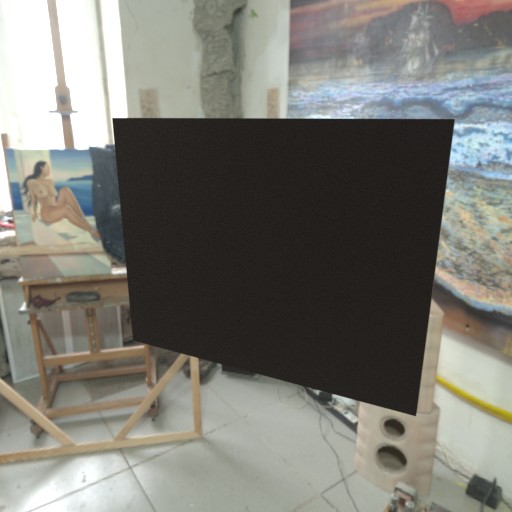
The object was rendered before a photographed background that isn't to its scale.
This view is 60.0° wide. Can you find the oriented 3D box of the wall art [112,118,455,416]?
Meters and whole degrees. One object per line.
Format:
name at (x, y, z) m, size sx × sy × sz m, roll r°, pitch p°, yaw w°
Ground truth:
wall art at (0.000, 0.000, 1.606) m, size 1.207 × 0.952 × 0.034 m, roll 8°, pitch 19°, yaw 24°
